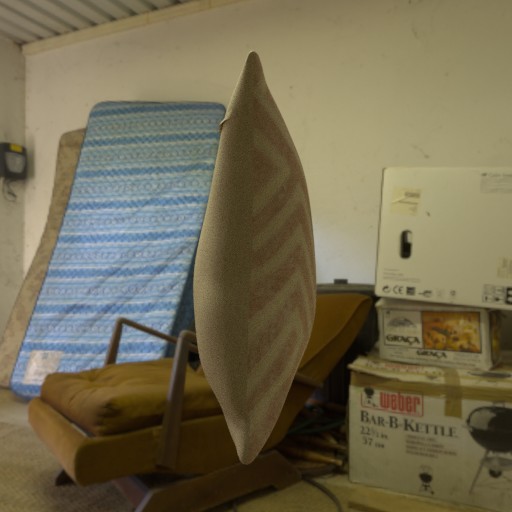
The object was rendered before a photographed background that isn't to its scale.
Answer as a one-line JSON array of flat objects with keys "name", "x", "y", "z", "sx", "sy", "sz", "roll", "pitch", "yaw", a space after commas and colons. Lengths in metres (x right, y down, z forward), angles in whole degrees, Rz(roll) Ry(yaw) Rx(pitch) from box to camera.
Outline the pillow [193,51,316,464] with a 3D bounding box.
[{"name": "pillow", "x": 0.000, "y": 0.000, "z": 0.680, "sx": 0.182, "sy": 0.441, "sz": 0.440, "roll": 0, "pitch": 0, "yaw": 0}]
